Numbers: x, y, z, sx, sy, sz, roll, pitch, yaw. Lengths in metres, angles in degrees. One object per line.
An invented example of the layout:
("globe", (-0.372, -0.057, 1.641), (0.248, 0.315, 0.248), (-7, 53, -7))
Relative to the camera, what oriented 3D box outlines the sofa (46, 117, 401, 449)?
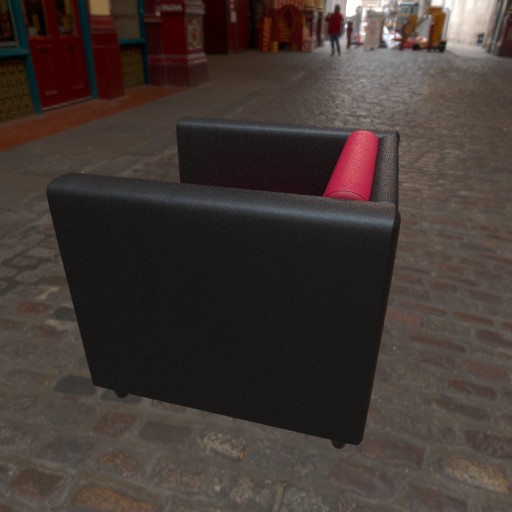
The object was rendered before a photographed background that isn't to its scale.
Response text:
("sofa", (0.000, 0.000, 1.443), (0.809, 0.724, 0.839), (8, 29, 14))
